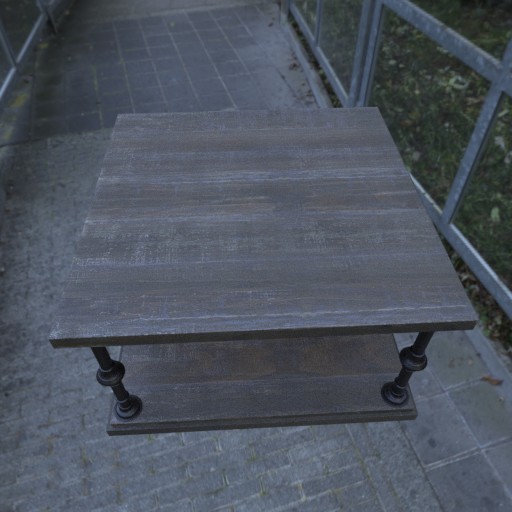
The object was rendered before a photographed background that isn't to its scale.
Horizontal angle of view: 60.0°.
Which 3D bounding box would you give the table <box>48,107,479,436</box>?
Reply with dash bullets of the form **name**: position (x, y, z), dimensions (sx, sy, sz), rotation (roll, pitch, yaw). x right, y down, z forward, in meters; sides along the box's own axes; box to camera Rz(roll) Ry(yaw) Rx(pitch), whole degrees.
- **table**: position (0.000, 0.000, 1.097), dimensions (0.696, 0.400, 0.696), rotation (-2, 47, -2)
